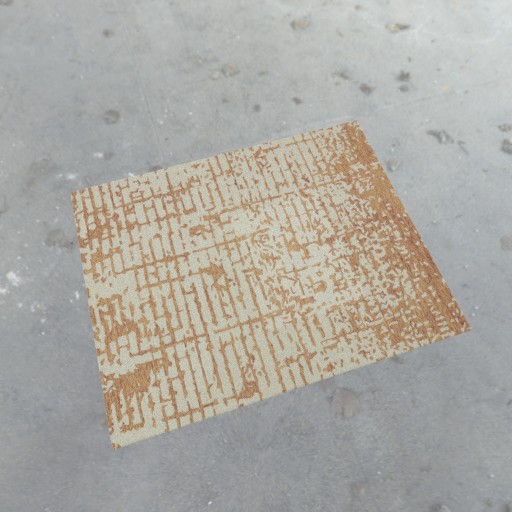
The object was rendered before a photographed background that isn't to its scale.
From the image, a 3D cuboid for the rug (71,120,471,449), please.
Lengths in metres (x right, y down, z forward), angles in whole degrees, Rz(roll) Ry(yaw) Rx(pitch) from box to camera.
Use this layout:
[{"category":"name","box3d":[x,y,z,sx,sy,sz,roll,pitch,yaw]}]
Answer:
[{"category":"rug","box3d":[0.000,0.000,4.053,3.050,0.011,2.441,-16,65,-8]}]
